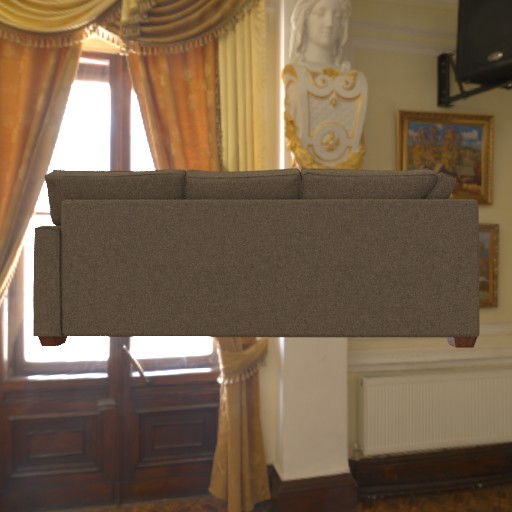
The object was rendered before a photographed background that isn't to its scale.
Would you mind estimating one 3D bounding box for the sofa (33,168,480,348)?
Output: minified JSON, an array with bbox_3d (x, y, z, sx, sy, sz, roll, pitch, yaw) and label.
[{"bbox_3d":[0.000,0.000,2.795,2.317,0.962,1.061,0,0,1],"label":"sofa"}]
